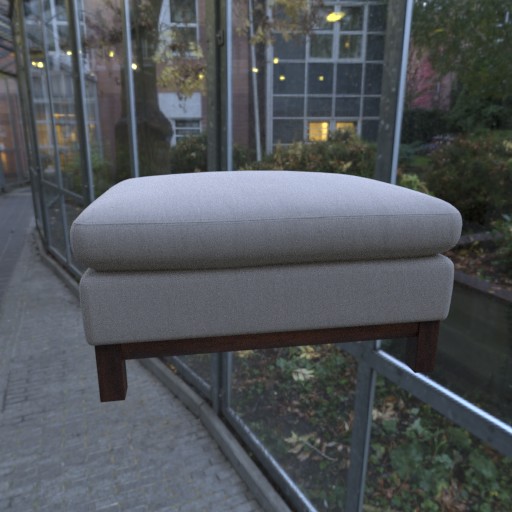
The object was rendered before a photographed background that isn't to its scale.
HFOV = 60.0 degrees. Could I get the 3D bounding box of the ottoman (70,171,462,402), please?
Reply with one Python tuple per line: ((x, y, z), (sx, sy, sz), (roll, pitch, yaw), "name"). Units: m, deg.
((0.000, 0.000, 1.134), (0.771, 0.420, 0.606), (-3, 16, -9), "ottoman")
